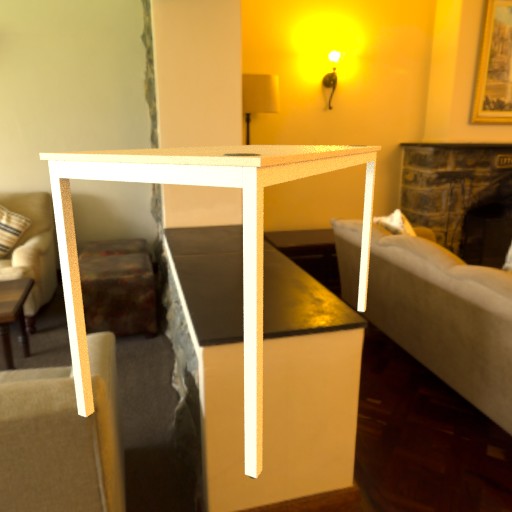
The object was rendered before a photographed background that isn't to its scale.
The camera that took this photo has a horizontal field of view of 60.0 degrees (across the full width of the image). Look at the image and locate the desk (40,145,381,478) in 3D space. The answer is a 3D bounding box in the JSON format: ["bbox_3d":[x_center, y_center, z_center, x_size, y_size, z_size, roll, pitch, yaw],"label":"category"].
[{"bbox_3d":[0.000,0.000,1.578,0.600,0.750,1.200,7,17,25],"label":"desk"}]
